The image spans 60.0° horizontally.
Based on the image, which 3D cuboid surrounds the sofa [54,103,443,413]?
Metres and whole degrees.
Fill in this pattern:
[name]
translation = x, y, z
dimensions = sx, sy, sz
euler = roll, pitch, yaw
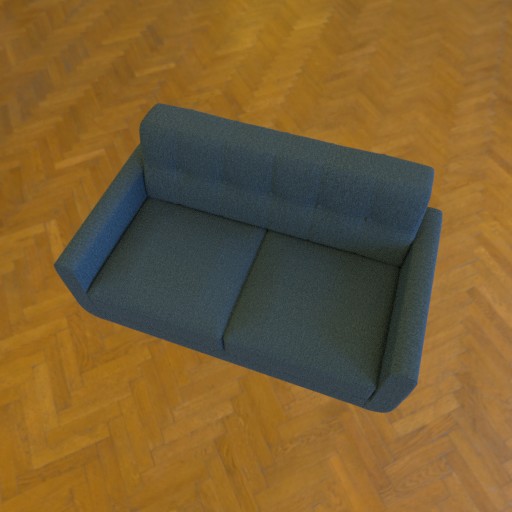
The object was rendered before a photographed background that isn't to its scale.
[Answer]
[sofa]
translation = 0.000, 0.000, 2.221
dimensions = 1.651, 0.896, 0.942
euler = 16, 58, 11
